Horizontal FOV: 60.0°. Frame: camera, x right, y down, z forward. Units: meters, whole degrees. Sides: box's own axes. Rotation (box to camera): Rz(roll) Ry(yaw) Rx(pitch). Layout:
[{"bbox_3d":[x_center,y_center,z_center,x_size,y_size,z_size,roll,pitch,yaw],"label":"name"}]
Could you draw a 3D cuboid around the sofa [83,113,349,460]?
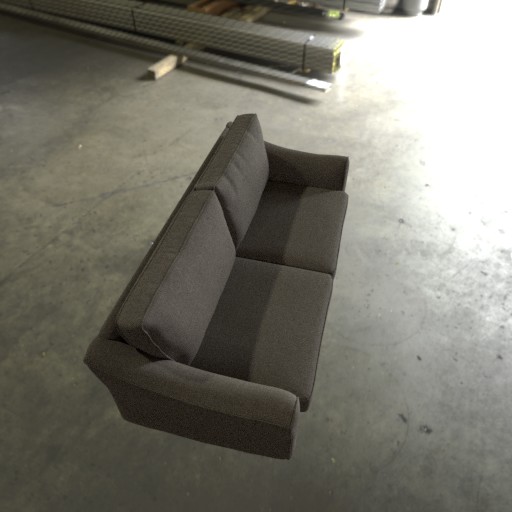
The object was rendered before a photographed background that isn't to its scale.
[{"bbox_3d":[0.000,0.000,2.792,1.013,0.976,2.203,10,46,10],"label":"sofa"}]
